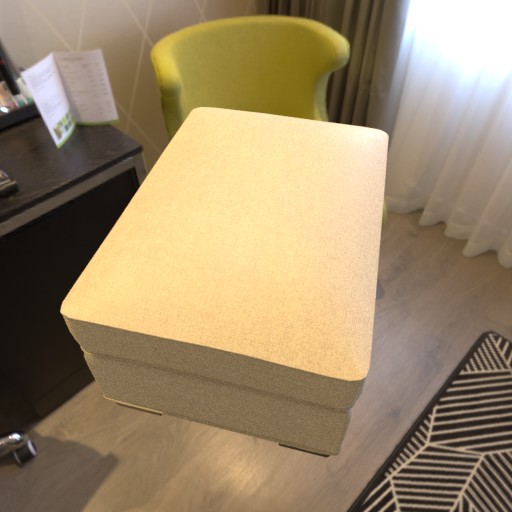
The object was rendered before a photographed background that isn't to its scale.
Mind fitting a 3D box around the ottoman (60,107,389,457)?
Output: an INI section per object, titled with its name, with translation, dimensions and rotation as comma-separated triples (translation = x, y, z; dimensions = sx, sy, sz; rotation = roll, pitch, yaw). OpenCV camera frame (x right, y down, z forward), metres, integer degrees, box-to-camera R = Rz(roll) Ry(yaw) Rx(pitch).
[ottoman]
translation = 0.000, 0.000, 1.237
dimensions = 0.619, 0.504, 0.843
rotation = 10, 48, 9
